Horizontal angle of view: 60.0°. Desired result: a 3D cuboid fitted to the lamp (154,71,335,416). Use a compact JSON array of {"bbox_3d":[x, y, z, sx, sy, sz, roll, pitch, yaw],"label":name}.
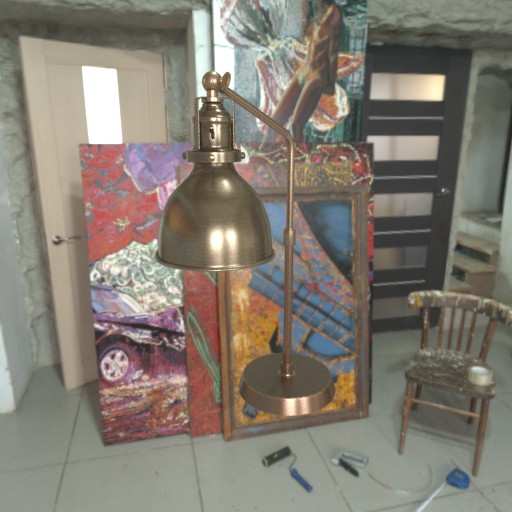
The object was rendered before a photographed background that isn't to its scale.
[{"bbox_3d":[0.000,0.000,0.602,0.286,0.456,0.153,-14,20,-41],"label":"lamp"}]
